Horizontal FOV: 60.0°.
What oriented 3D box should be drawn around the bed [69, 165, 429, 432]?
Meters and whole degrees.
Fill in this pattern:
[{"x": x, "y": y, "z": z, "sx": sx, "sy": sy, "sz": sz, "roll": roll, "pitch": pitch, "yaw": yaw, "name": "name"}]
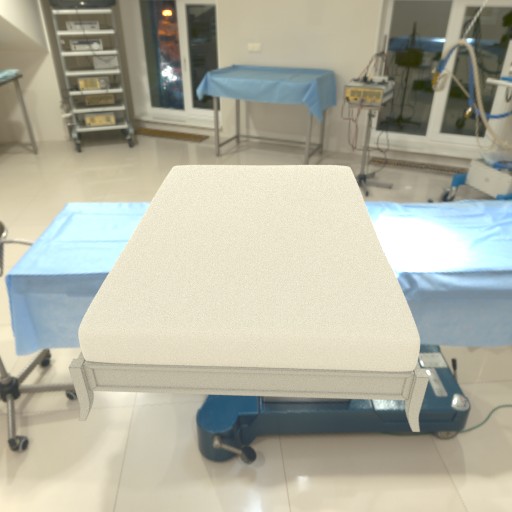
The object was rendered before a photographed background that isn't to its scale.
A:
[{"x": 0.000, "y": 0.000, "z": 2.612, "sx": 1.460, "sy": 0.510, "sz": 1.985, "roll": 1, "pitch": 31, "yaw": 2, "name": "bed"}]
